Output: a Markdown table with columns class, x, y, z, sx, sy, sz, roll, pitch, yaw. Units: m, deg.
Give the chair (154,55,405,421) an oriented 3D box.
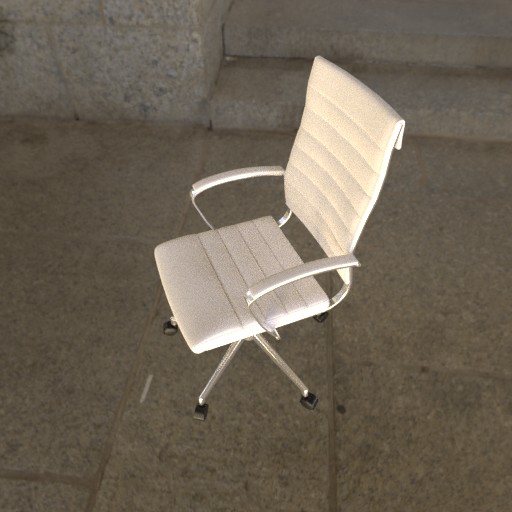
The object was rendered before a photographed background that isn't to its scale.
| class | x | y | z | sx | sy | sz | roll | pitch | yaw |
| --- | --- | --- | --- | --- | --- | --- | --- | --- | --- |
| chair | 0.000 | 0.000 | 1.583 | 0.739 | 1.149 | 0.766 | -17 | 49 | -16 |
